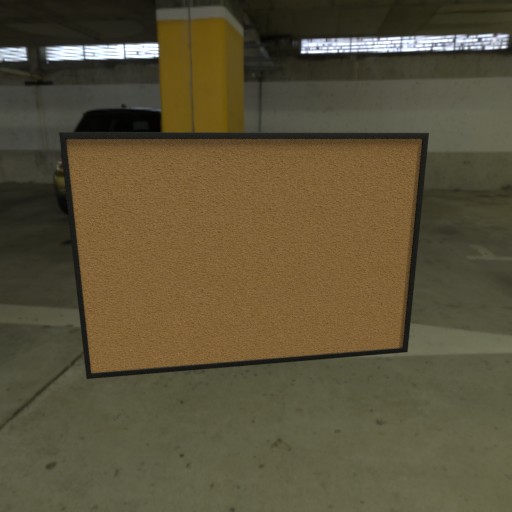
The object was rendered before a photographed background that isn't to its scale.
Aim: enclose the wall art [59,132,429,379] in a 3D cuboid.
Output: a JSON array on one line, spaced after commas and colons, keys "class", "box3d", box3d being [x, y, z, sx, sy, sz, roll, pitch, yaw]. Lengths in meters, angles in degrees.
[{"class": "wall art", "box3d": [0.000, 0.000, 0.854, 0.664, 0.458, 0.013, -3, 15, -9]}]
